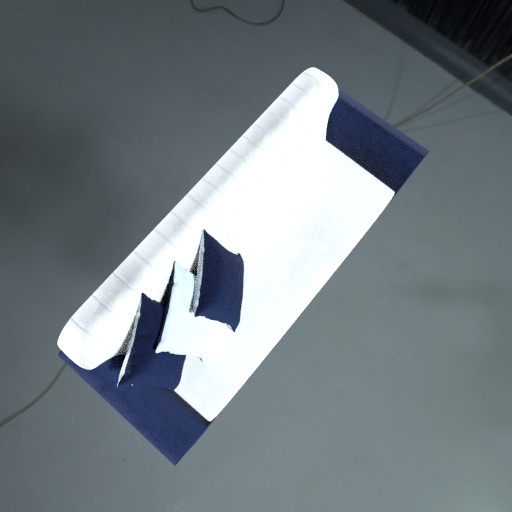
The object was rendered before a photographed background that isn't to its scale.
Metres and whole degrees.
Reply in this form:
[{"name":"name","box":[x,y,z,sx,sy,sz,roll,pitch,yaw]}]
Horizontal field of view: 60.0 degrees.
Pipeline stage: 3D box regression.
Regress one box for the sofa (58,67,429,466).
[{"name":"sofa","box":[0.000,0.000,2.375,0.749,0.789,2.006,39,78,10]}]
